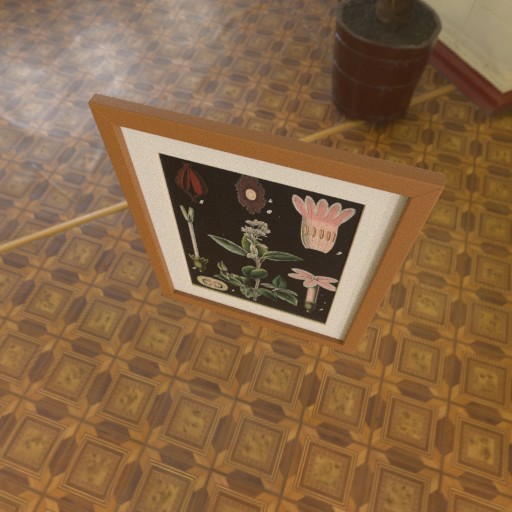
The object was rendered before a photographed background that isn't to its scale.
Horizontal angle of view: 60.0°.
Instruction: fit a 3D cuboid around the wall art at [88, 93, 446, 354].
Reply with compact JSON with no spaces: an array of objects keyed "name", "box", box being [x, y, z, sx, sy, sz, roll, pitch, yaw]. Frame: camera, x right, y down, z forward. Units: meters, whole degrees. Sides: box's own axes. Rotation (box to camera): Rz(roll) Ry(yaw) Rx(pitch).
[{"name":"wall art","box":[0.000,0.000,0.529,0.310,0.379,0.015,16,59,10]}]
